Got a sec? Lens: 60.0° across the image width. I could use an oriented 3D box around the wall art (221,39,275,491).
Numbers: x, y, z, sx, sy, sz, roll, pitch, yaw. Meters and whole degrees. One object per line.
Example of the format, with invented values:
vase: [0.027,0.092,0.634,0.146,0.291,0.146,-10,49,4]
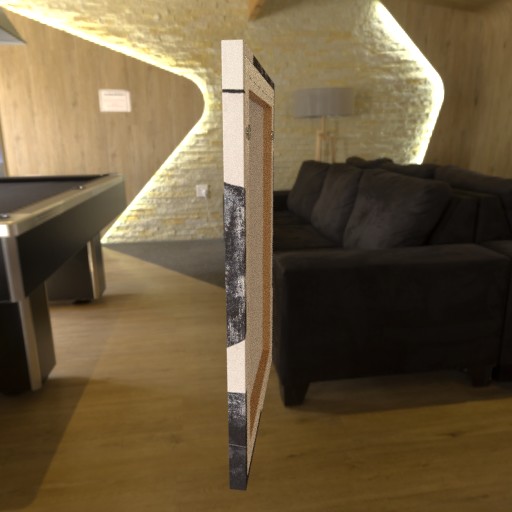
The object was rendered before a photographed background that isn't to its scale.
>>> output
wall art: [0.000,0.000,1.159,0.041,0.915,0.610,2,15,7]
